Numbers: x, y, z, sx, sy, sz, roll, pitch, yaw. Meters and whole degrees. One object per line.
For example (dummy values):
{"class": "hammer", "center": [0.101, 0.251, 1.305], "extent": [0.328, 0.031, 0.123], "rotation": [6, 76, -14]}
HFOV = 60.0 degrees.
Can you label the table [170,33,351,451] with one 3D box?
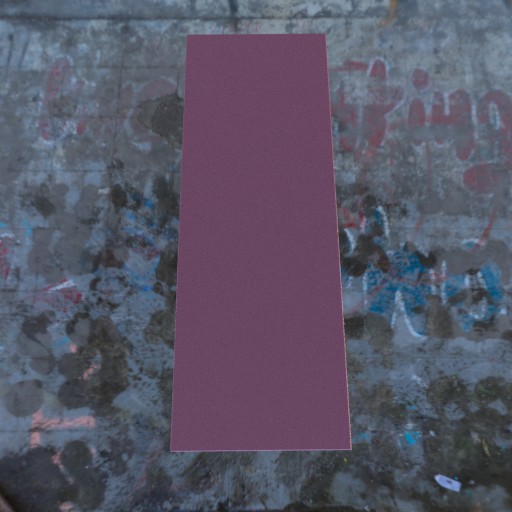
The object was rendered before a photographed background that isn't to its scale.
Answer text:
{"class": "table", "center": [0.000, 0.000, 1.447], "extent": [0.397, 0.753, 1.068], "rotation": [-1, 75, 0]}
